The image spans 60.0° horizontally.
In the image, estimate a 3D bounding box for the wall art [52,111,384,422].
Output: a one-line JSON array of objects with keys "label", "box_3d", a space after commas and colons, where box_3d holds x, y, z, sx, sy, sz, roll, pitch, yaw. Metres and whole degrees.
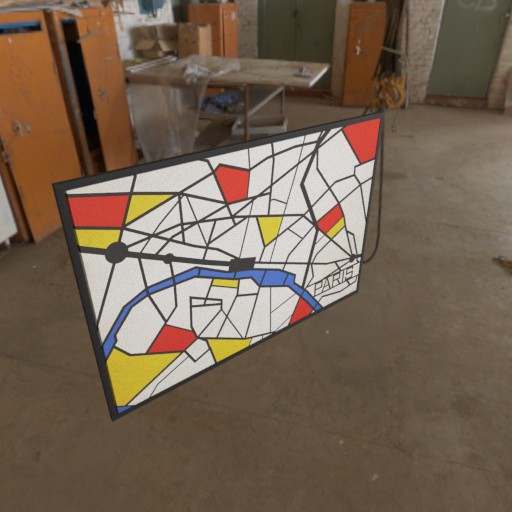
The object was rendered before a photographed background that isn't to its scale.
[{"label": "wall art", "box_3d": [0.000, 0.000, 1.255, 0.963, 0.665, 0.013, -21, 37, -31]}]
